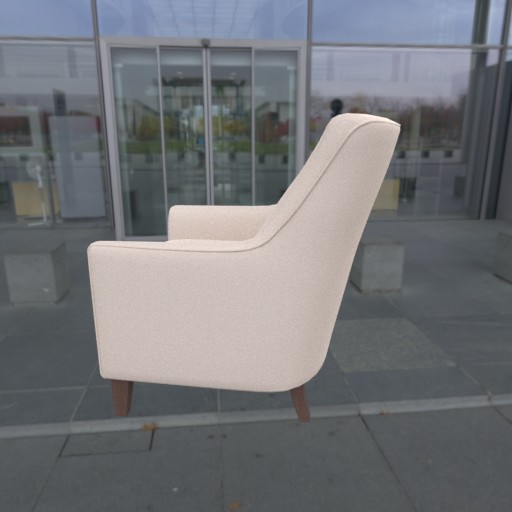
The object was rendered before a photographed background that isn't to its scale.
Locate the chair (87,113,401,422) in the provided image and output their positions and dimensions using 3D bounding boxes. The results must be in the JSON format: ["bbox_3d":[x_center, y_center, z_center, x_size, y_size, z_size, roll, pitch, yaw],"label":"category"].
[{"bbox_3d":[0.000,0.000,1.548,0.879,0.916,0.756,2,15,9],"label":"chair"}]
